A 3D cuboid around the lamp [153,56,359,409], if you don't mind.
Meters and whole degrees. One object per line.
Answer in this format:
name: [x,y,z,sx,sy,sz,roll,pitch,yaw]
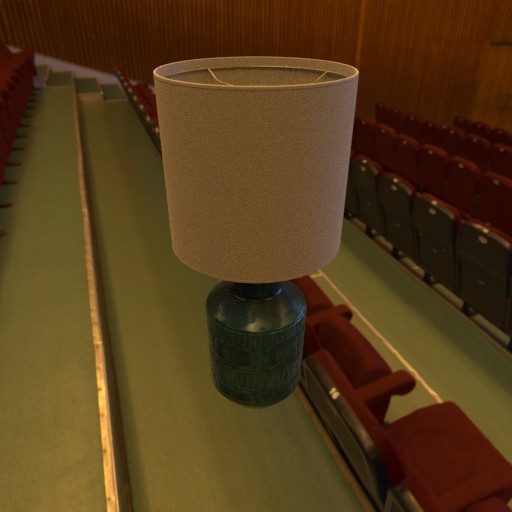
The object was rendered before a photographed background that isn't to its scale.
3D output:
lamp: [0.000,0.000,0.579,0.211,0.455,0.211,-11,32,-18]
